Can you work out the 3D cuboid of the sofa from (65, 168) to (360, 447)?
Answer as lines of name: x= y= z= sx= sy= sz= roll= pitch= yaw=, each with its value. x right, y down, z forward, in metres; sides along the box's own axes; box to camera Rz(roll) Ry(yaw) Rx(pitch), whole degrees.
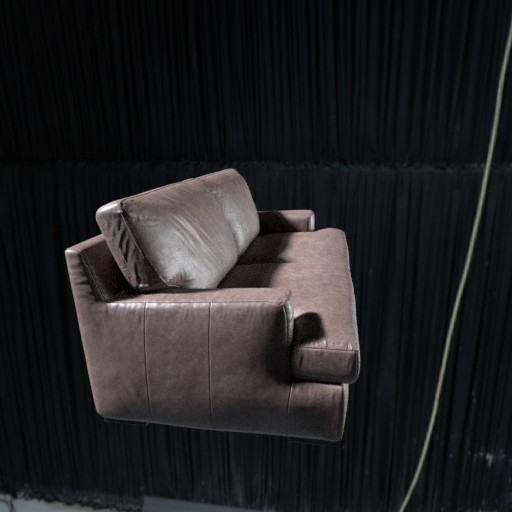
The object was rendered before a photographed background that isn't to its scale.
sofa: x=0.000 y=0.000 z=2.708 sx=1.143 sy=0.941 sz=2.261 roll=2 pitch=15 yaw=9
